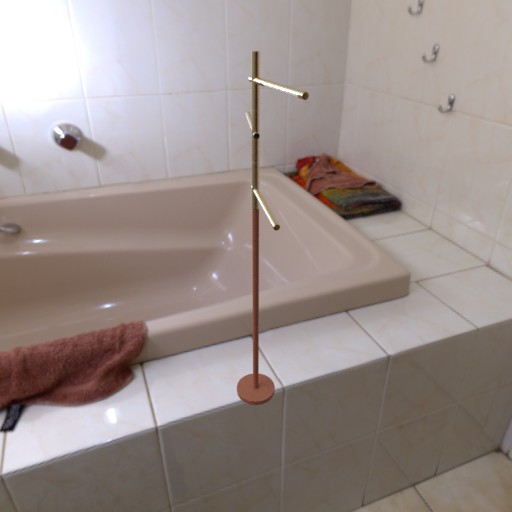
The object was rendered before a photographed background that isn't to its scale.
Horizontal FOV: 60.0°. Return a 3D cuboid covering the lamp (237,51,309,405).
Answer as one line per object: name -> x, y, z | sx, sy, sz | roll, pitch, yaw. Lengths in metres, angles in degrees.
lamp -> 0.000, 0.000, 2.025 | 0.209, 1.704, 0.737 | -10, 31, -17
